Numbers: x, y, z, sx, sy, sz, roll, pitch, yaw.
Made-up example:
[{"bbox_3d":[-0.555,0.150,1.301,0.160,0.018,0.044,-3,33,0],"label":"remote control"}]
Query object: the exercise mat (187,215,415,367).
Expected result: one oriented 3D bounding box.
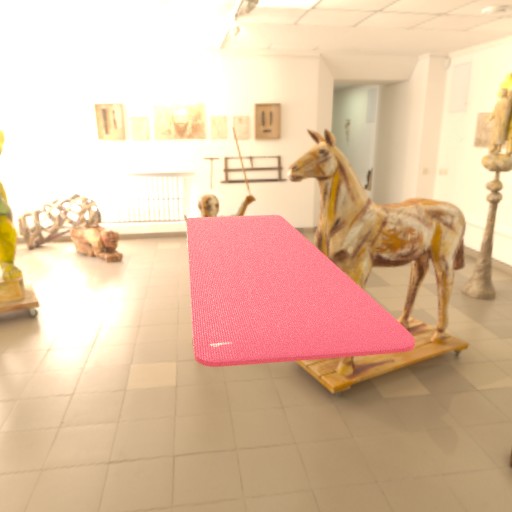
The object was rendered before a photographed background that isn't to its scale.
[{"bbox_3d":[0.000,0.000,2.047,0.616,0.021,1.884,-3,17,-9],"label":"exercise mat"}]
